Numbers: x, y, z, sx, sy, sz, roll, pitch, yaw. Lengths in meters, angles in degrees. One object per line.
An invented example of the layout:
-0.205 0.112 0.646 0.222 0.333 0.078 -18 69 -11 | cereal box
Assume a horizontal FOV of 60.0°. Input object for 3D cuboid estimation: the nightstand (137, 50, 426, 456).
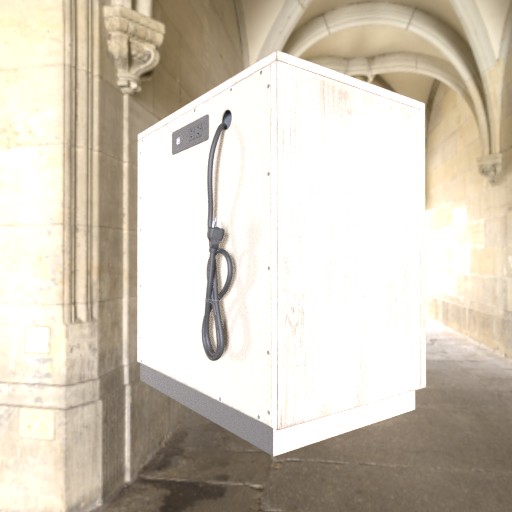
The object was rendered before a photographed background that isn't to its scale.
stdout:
0.000 0.000 1.079 0.483 0.673 0.612 0 -1 -36 | nightstand
